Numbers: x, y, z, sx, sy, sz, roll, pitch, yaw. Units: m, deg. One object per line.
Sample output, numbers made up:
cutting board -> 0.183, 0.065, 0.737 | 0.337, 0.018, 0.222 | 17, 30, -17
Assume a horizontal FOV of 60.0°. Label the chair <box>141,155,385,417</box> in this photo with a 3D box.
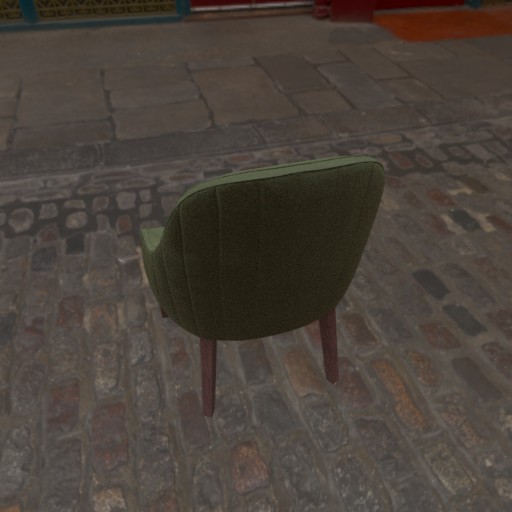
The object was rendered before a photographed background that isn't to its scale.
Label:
chair -> 0.000, 0.000, 1.290 | 0.643, 0.889, 0.575 | -11, 43, -12
